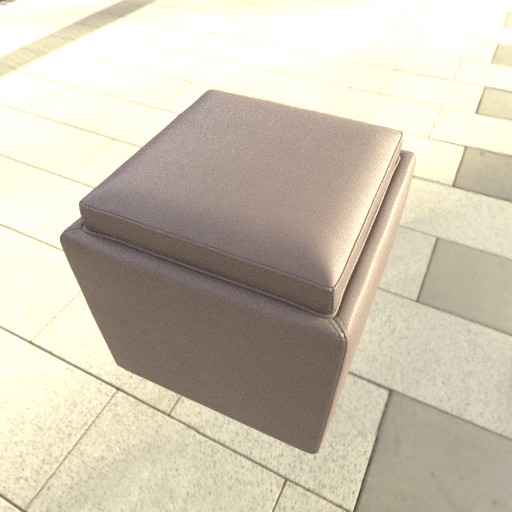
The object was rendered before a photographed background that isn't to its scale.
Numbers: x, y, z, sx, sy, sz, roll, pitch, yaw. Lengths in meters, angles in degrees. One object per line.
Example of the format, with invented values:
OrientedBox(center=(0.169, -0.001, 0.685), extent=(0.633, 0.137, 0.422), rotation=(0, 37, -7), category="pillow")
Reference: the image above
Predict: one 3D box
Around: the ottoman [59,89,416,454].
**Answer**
OrientedBox(center=(0.000, 0.000, 0.827), extent=(0.450, 0.460, 0.451), rotation=(18, 49, 17), category="ottoman")
